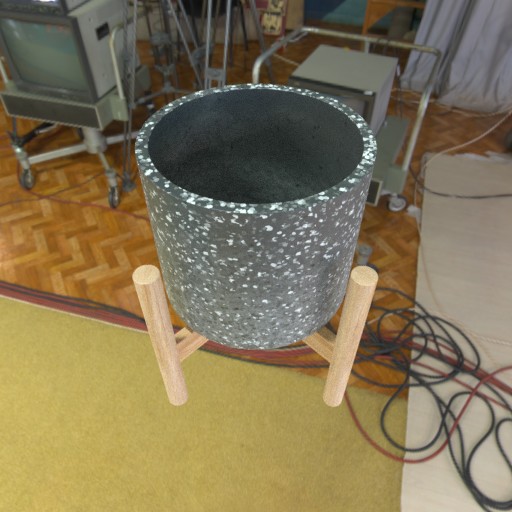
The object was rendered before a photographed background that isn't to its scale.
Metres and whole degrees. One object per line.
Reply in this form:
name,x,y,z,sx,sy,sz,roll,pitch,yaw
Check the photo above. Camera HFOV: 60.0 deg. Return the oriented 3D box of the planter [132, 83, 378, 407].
planter,0.000,0.000,0.528,0.284,0.320,0.284,-16,48,-15
